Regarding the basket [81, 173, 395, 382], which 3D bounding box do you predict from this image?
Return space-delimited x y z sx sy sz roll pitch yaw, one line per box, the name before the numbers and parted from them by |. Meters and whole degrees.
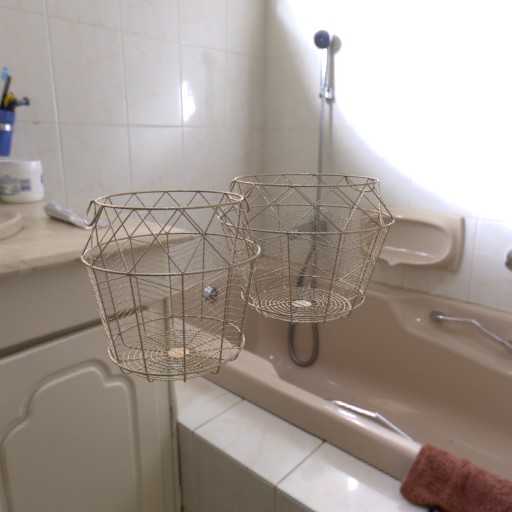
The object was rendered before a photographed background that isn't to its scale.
basket | 0.000 0.000 1.049 0.451 0.343 0.805 14 20 43
